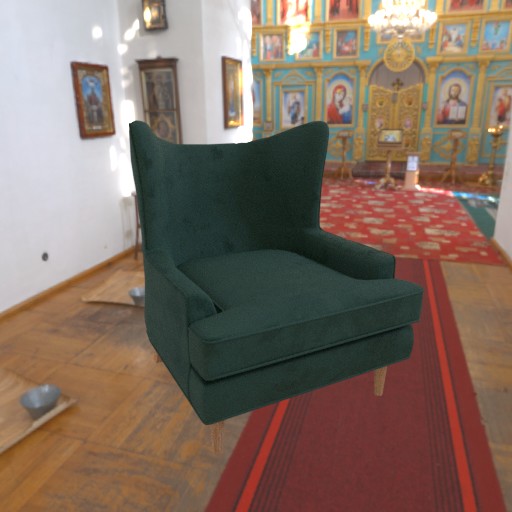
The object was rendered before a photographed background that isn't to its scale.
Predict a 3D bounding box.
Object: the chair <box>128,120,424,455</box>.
[{"bbox_3d":[0.000,0.000,1.625,0.793,0.952,0.910,-9,19,-27],"label":"chair"}]
